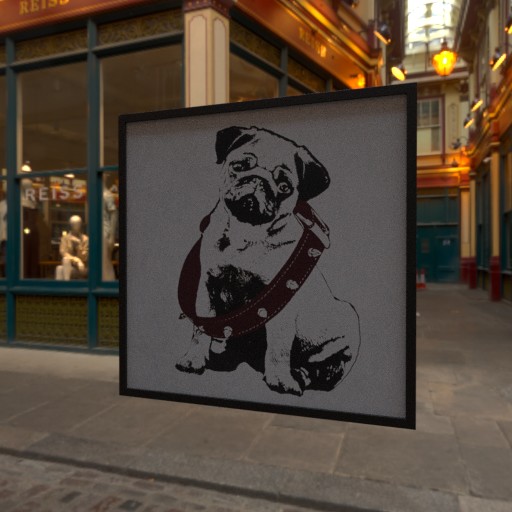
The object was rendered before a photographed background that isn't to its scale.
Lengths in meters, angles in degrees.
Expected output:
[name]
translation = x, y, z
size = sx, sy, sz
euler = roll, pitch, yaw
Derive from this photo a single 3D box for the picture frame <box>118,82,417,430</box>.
[picture frame]
translation = 0.000, 0.000, 0.467
size = 0.317, 0.317, 0.030
euler = 0, 1, 18
